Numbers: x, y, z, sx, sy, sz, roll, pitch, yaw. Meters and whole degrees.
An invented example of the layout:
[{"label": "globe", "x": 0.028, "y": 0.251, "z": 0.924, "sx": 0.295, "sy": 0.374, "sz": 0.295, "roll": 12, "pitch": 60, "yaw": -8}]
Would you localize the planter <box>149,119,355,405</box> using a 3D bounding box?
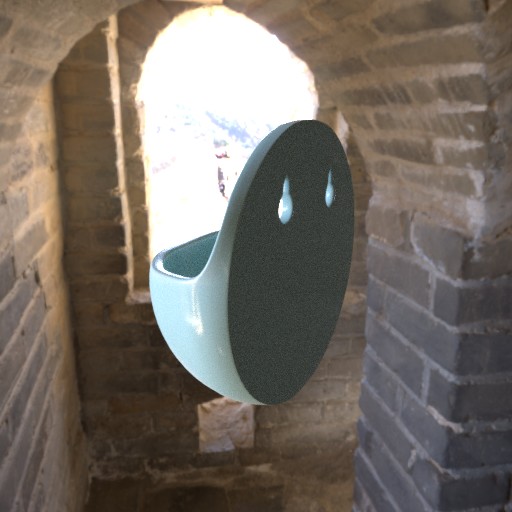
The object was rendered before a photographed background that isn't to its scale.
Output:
[{"label": "planter", "x": 0.000, "y": 0.000, "z": 0.279, "sx": 0.073, "sy": 0.164, "sz": 0.189, "roll": 8, "pitch": 17, "yaw": 28}]
